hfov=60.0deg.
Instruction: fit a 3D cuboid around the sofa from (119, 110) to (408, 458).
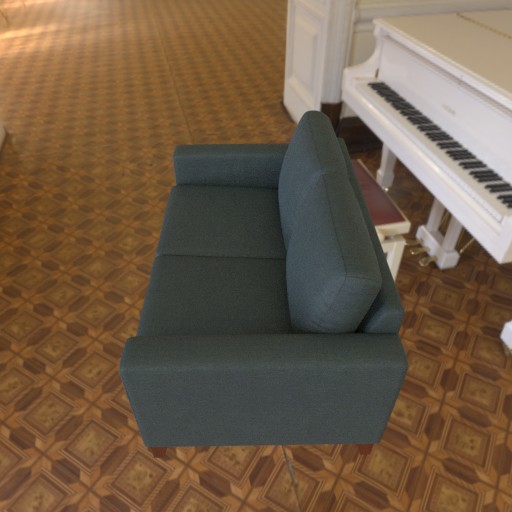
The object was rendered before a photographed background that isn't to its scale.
[{"bbox_3d":[0.000,0.000,2.053,0.955,0.903,1.489,-1,41,-1],"label":"sofa"}]
